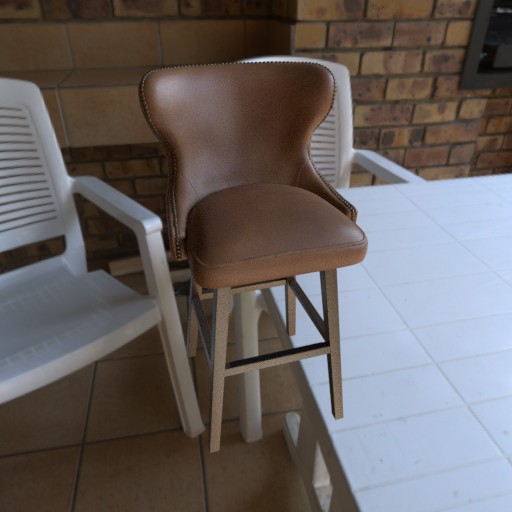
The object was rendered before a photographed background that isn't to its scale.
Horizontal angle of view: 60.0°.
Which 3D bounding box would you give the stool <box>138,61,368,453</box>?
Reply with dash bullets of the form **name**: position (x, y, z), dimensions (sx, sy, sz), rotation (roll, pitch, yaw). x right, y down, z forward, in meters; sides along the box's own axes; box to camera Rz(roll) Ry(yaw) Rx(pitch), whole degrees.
- **stool**: position (0.000, 0.000, 1.428), dimensions (0.591, 1.087, 0.606), rotation (-9, 32, -14)
